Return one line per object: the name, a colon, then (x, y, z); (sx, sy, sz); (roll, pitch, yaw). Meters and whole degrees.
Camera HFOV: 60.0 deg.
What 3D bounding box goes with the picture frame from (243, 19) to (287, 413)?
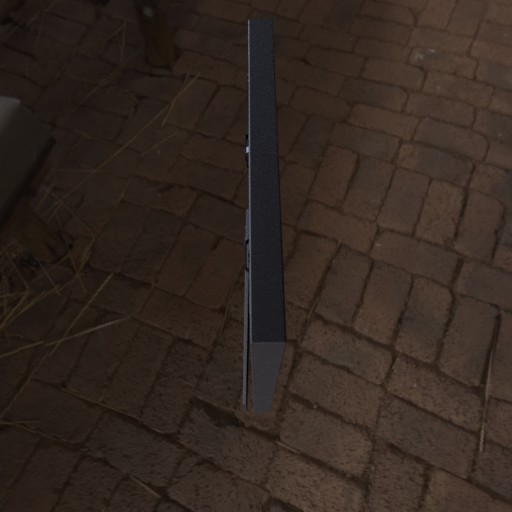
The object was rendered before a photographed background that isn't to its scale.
picture frame: (0.000, 0.000, 0.520); (0.036, 0.383, 0.307); (-1, 64, 0)
